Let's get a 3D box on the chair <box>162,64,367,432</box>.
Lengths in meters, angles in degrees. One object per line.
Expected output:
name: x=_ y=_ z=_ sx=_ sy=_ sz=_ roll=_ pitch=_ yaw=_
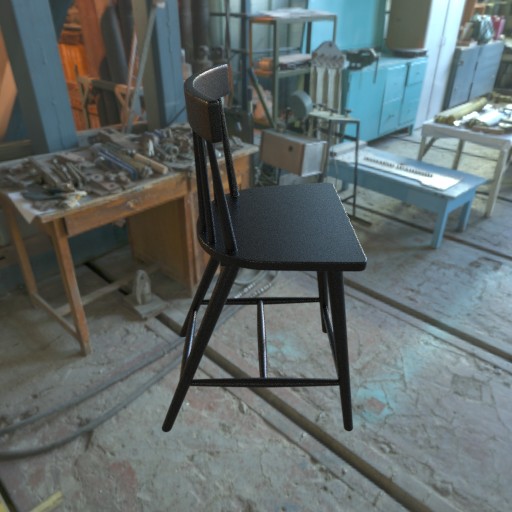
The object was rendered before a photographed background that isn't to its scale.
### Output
chair: x=0.000 y=0.000 z=1.264 sx=0.572 sy=0.952 sz=0.483 roll=-1 pitch=31 yaw=-1
